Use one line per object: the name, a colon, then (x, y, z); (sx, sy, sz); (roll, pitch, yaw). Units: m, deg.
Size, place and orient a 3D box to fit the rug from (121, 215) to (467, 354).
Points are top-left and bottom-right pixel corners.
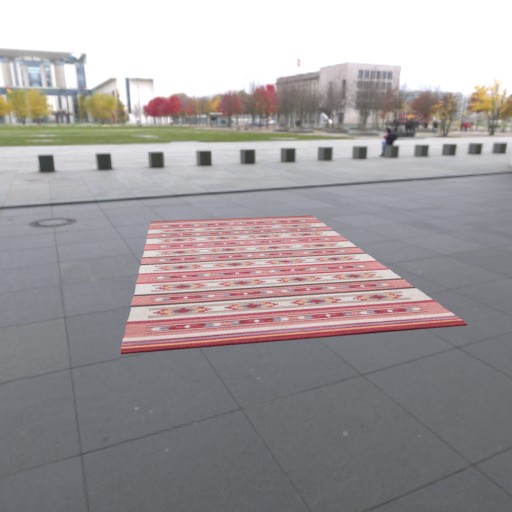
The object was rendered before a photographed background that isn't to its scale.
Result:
rug: (0.000, 0.000, 3.031); (1.535, 0.010, 2.431); (-3, 17, -9)
